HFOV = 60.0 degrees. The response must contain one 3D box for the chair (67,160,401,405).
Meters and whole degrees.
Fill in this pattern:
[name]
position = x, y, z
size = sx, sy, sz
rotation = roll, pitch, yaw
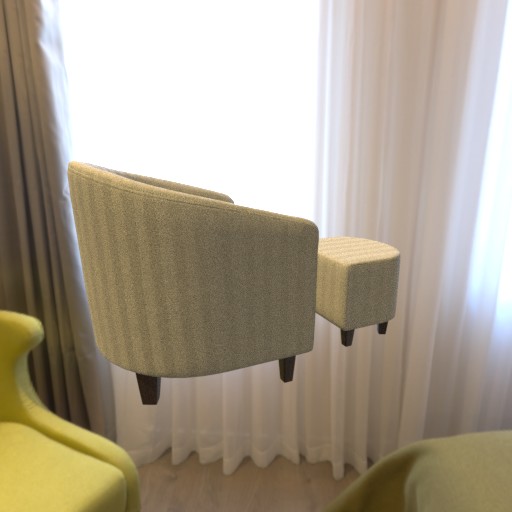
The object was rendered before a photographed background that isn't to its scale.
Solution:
[chair]
position = 0.000, 0.000, 1.725
size = 1.288, 0.757, 0.756
rotation = -7, 17, -24
